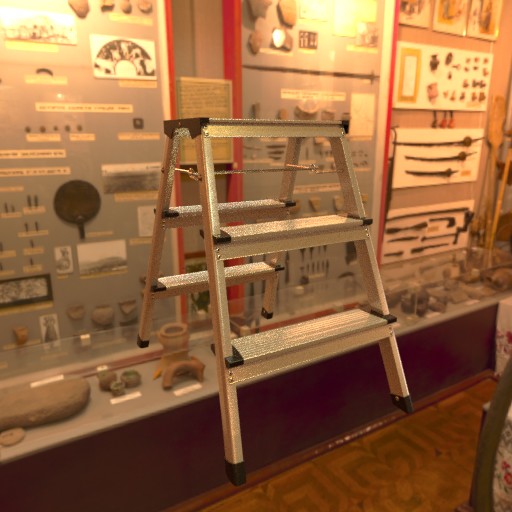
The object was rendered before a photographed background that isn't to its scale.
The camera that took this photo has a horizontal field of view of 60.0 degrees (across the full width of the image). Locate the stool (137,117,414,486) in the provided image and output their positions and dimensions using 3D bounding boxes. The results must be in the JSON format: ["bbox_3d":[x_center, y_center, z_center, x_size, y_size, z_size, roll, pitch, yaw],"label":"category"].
[{"bbox_3d":[0.000,0.000,1.032,0.437,0.605,0.622,-8,17,-28],"label":"stool"}]
